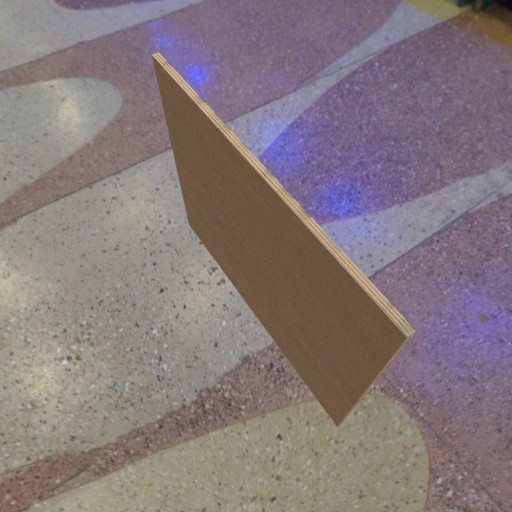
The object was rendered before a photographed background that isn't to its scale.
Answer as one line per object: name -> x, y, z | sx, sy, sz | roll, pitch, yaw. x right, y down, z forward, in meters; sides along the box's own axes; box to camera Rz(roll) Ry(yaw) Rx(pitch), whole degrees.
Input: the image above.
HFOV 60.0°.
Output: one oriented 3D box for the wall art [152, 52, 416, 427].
wall art -> 0.000, 0.000, 0.688 | 0.012, 0.408, 0.508 | -30, 63, -17
